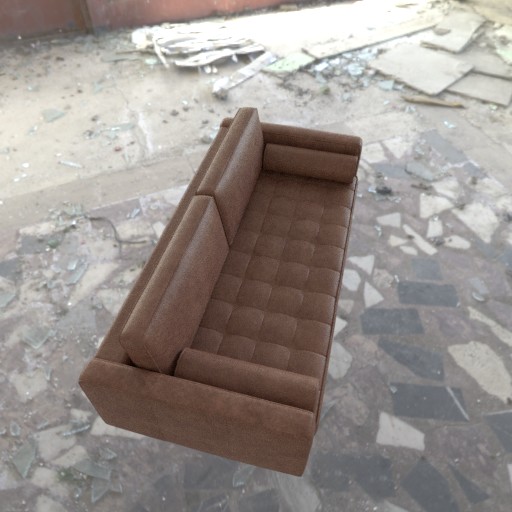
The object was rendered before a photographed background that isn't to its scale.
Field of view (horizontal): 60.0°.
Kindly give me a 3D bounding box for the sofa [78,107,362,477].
[{"bbox_3d":[0.000,0.000,2.288,0.910,0.760,1.870,11,50,9],"label":"sofa"}]
